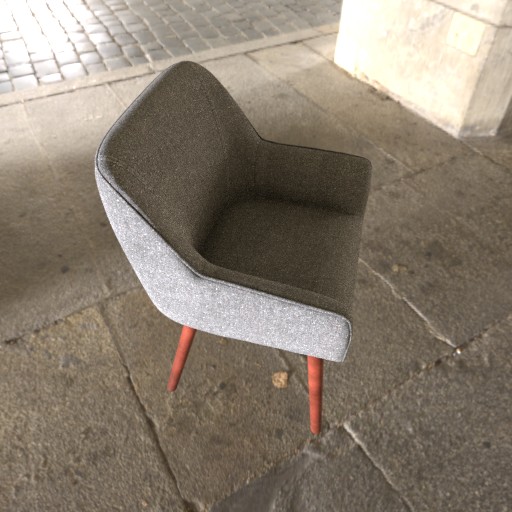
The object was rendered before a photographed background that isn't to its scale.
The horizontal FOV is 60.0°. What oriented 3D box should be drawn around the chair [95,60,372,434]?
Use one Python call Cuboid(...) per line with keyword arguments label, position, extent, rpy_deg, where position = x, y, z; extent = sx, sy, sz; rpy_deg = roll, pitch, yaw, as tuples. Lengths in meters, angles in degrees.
Cuboid(label="chair", position=(0.000, 0.000, 1.141), extent=(0.519, 0.803, 0.543), rpy_deg=(10, 47, 10))
